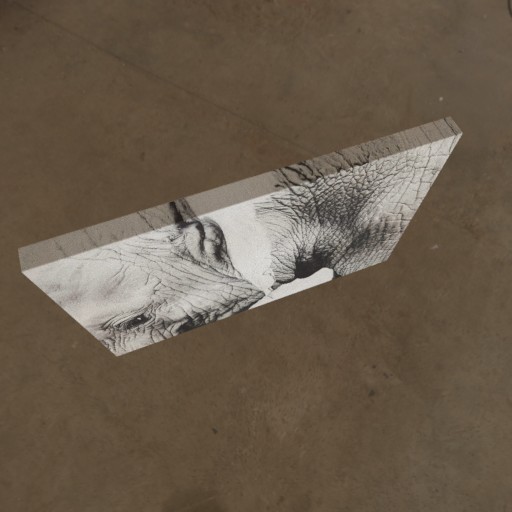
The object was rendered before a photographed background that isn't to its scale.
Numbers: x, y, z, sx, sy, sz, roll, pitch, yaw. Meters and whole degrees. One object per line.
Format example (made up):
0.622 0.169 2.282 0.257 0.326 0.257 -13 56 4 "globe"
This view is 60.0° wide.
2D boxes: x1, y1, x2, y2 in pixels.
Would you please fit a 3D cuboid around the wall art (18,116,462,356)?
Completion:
0.000 0.000 0.767 0.613 0.407 0.035 -19 65 -9 "wall art"
